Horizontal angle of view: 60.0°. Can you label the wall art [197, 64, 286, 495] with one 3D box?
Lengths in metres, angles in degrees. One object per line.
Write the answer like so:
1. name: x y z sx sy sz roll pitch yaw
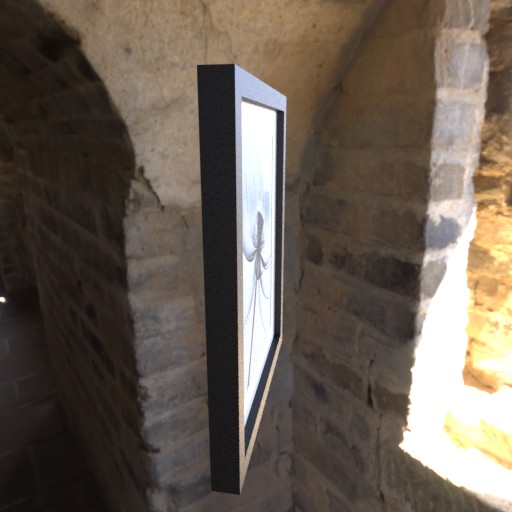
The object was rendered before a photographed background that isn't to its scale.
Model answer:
1. wall art: 0.000 0.000 0.530 0.029 0.381 0.330 3 16 10
